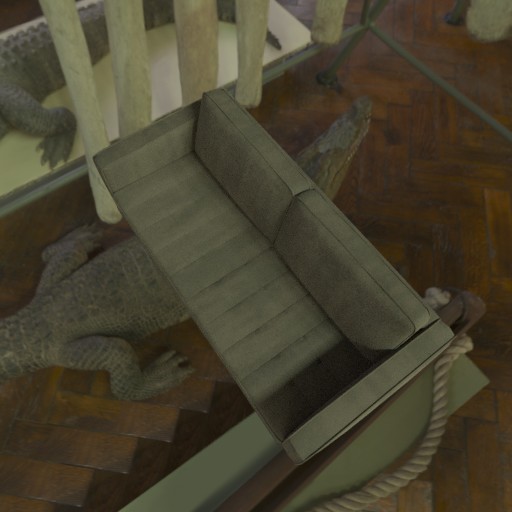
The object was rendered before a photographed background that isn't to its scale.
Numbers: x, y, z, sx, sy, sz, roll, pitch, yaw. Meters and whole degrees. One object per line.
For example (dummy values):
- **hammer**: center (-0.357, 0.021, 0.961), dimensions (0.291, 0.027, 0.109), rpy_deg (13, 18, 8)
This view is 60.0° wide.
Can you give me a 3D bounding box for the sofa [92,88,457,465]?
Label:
- **sofa**: center (0.000, 0.000, 2.404), dimensions (0.924, 0.825, 1.920), rpy_deg (-33, 68, -15)
